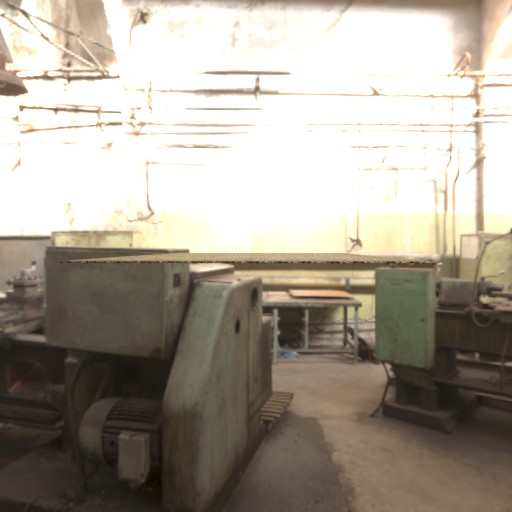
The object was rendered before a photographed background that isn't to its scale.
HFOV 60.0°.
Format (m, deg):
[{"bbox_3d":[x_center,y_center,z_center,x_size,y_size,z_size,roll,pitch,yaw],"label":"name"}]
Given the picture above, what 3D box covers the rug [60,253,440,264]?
[{"bbox_3d":[0.000,0.000,2.975,1.544,0.010,2.435,0,1,2],"label":"rug"}]
